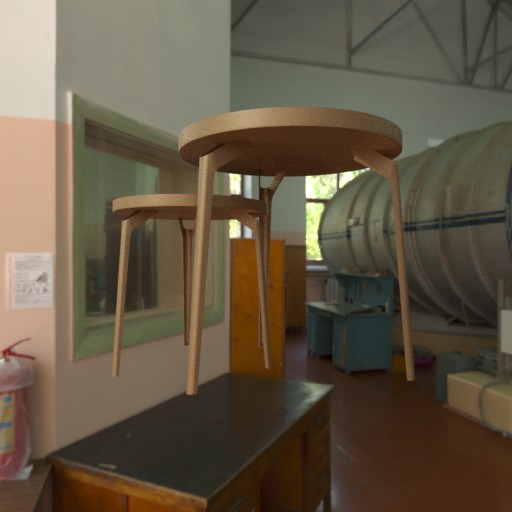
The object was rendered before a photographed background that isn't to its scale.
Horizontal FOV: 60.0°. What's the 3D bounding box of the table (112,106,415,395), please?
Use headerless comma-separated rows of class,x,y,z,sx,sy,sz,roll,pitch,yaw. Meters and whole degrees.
table,0.000,0.000,1.113,0.751,0.555,0.532,0,0,18
